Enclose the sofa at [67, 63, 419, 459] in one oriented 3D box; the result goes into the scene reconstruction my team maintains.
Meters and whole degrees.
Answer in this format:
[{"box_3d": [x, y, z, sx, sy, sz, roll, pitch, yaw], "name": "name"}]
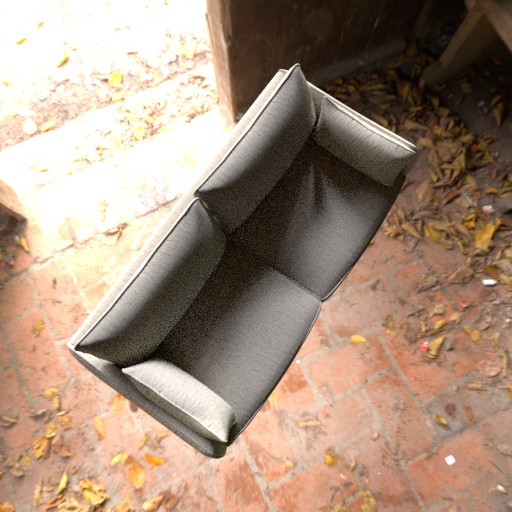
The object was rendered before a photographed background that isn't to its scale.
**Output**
[{"box_3d": [0.000, 0.000, 2.504, 0.991, 0.860, 1.989, 34, 79, 8], "name": "sofa"}]
